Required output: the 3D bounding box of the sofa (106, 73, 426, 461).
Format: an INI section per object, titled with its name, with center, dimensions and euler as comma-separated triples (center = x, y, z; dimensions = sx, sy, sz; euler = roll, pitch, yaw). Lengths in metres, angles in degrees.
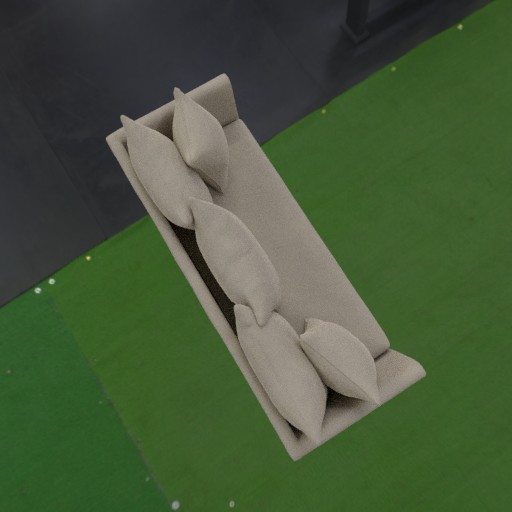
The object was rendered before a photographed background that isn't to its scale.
[sofa]
center = 0.000, 0.000, 3.150
dimensions = 1.046, 1.047, 2.499
euler = -31, 79, -7
